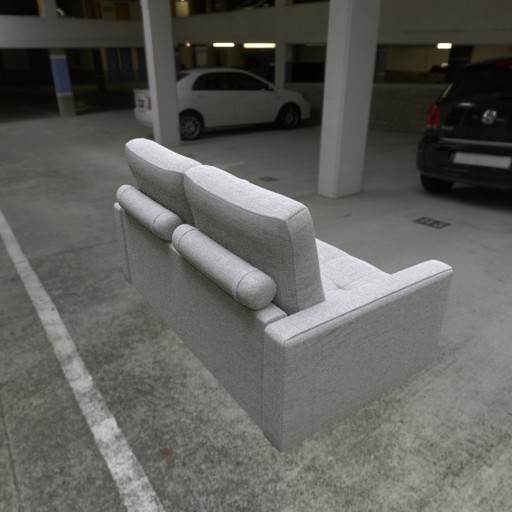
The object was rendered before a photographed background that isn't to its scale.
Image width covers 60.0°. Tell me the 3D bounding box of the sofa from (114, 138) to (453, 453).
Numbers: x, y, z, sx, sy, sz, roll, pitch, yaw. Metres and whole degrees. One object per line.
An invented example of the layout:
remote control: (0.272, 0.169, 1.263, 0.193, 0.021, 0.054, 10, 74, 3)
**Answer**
sofa: (0.000, 0.000, 1.955, 0.842, 0.907, 1.407, -17, 30, -31)
